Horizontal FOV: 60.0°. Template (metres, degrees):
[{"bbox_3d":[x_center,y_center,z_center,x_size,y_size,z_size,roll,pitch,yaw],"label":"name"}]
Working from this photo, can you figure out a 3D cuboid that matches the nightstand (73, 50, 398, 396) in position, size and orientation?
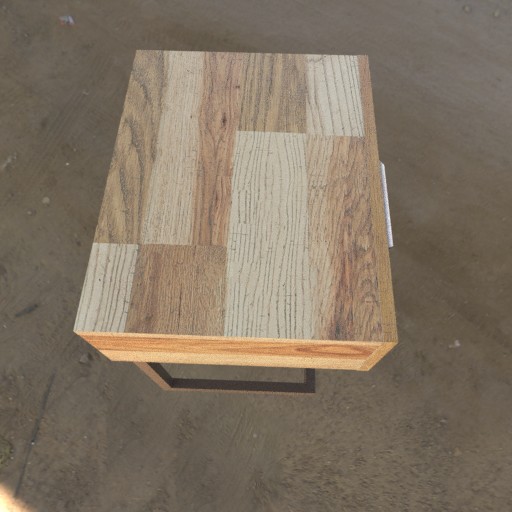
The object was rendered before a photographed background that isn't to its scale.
[{"bbox_3d":[0.000,0.000,1.008,0.481,0.632,0.558,2,64,1],"label":"nightstand"}]
